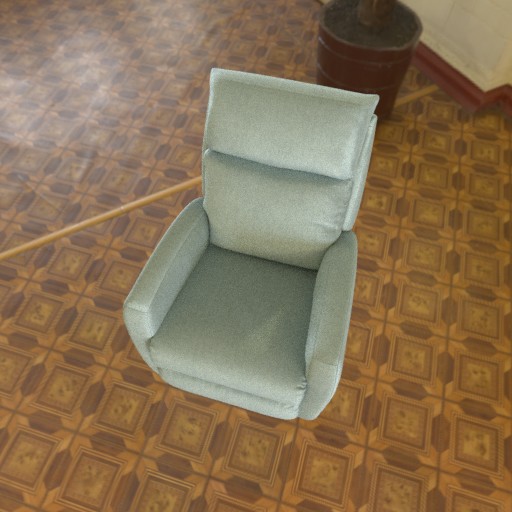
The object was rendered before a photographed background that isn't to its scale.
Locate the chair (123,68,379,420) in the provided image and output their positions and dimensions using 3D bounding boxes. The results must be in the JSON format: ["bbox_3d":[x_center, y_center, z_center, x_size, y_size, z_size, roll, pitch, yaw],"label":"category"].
[{"bbox_3d":[0.000,0.000,1.716,0.812,1.013,0.940,14,59,9],"label":"chair"}]
